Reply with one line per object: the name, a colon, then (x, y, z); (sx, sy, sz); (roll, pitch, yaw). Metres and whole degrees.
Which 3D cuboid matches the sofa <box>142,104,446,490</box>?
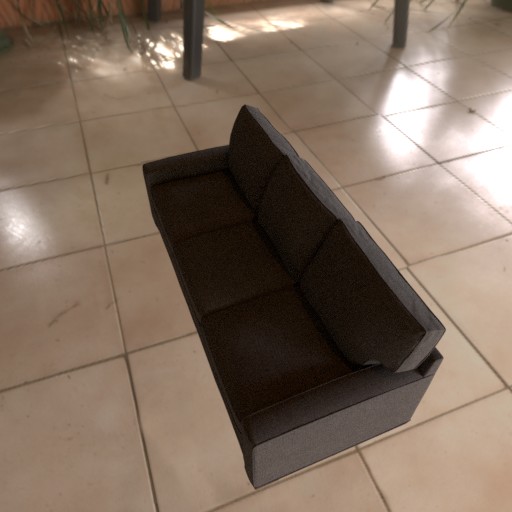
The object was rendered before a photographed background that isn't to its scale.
sofa: (0.000, 0.000, 2.898); (1.004, 0.978, 2.369); (-16, 48, -15)
